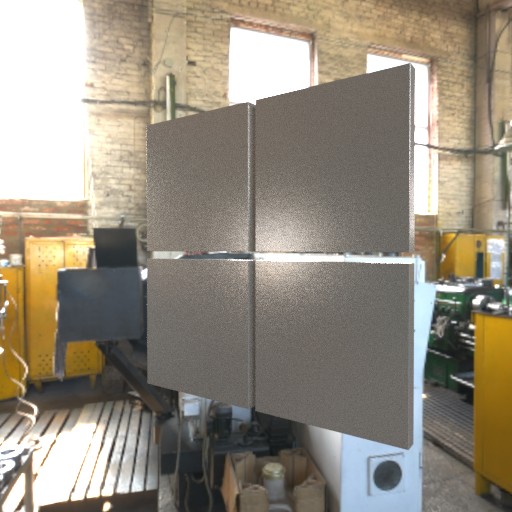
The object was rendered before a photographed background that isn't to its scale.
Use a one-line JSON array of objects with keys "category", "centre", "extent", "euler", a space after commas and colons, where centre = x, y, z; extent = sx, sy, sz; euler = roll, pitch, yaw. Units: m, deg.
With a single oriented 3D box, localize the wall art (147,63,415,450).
[{"category": "wall art", "centre": [0.000, 0.000, 0.886], "extent": [0.611, 0.611, 0.029], "euler": [1, 1, 35]}]
